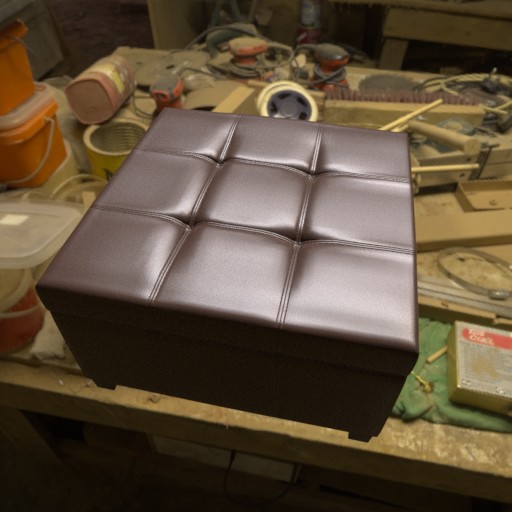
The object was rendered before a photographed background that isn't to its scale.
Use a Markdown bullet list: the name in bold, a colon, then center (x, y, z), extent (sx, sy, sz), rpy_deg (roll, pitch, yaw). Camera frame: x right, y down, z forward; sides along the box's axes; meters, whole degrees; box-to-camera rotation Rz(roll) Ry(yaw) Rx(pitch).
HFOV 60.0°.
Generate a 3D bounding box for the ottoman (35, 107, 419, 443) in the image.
- **ottoman**: center (0.000, 0.000, 1.268), extent (0.787, 0.460, 0.788), rpy_deg (9, 47, 8)
